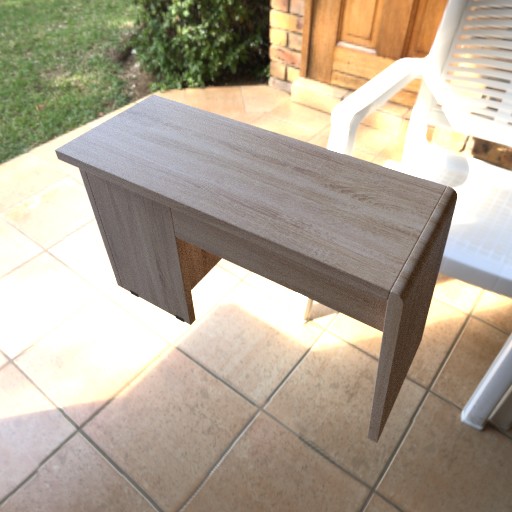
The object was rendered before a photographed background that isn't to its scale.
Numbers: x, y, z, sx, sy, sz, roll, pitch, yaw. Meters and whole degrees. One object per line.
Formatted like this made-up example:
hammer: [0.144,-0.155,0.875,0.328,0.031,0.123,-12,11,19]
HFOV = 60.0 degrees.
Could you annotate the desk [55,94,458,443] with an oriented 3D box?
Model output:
desk: [0.000,0.000,1.672,1.300,0.750,0.500,24,50,22]
